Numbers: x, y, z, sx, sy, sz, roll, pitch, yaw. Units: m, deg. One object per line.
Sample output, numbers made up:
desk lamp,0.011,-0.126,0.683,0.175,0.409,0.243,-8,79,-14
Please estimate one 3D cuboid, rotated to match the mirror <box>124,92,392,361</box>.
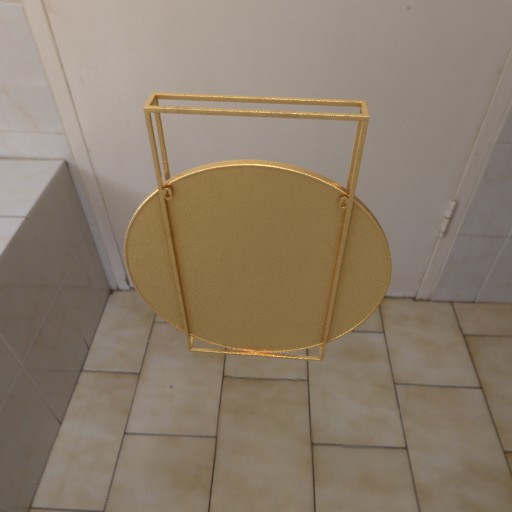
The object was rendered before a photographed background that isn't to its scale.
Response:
mirror,0.000,0.000,0.841,0.508,0.603,0.051,3,44,4
